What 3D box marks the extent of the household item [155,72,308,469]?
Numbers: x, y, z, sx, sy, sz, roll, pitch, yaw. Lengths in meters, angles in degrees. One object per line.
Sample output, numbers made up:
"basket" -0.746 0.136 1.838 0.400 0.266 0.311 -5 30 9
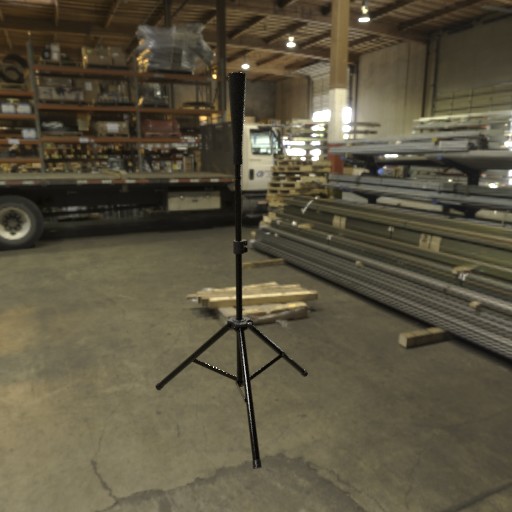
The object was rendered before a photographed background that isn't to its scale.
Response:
"household item" 0.000 0.000 1.378 0.559 1.067 0.559 -6 15 -25
